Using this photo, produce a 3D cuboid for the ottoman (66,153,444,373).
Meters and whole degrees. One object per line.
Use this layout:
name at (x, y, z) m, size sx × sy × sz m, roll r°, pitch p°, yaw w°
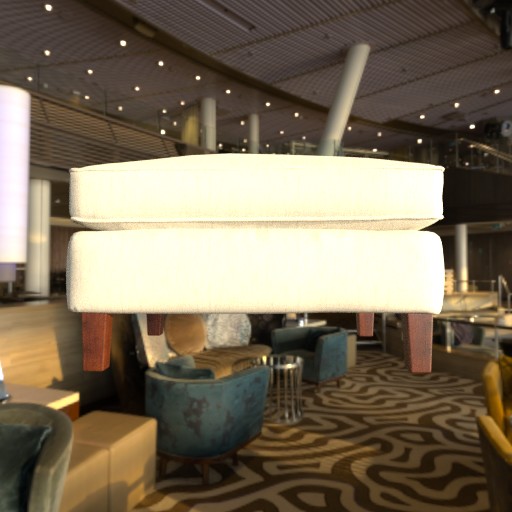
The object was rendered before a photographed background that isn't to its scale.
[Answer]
ottoman at (0.000, 0.000, 0.973) m, size 0.665 × 0.406 × 0.501 m, roll 0°, pitch -2°, yaw 1°
